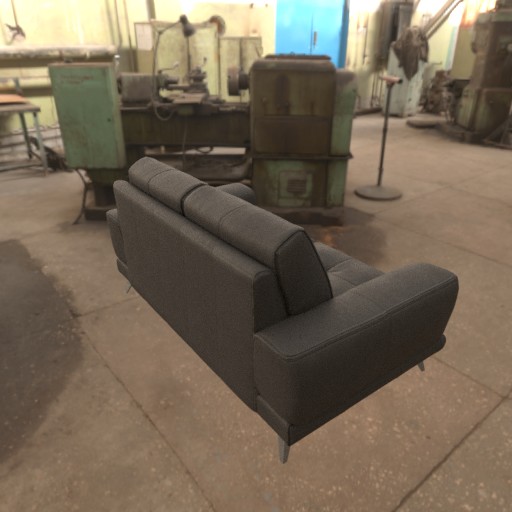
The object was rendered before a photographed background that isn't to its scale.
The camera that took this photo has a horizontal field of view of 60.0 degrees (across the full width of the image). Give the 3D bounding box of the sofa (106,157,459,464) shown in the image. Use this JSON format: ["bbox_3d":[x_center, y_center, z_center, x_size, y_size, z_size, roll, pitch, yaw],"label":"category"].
[{"bbox_3d":[0.000,0.000,2.385,1.018,0.907,1.806,-18,32,-32],"label":"sofa"}]
